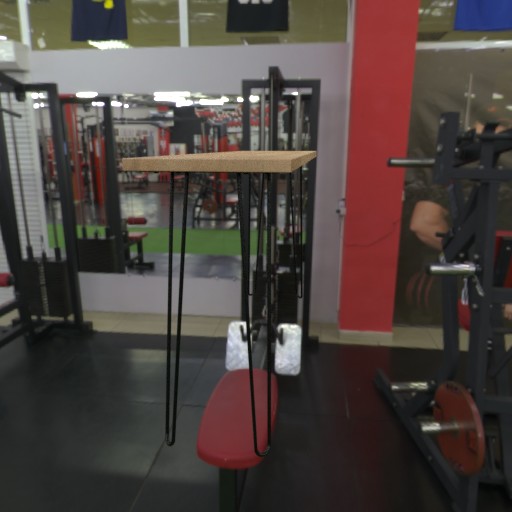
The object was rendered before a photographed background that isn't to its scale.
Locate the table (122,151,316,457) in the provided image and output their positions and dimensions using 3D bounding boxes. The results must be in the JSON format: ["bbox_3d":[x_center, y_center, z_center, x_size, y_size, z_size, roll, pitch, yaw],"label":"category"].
[{"bbox_3d":[0.000,0.000,1.771,0.399,0.799,1.400,2,14,9],"label":"table"}]
